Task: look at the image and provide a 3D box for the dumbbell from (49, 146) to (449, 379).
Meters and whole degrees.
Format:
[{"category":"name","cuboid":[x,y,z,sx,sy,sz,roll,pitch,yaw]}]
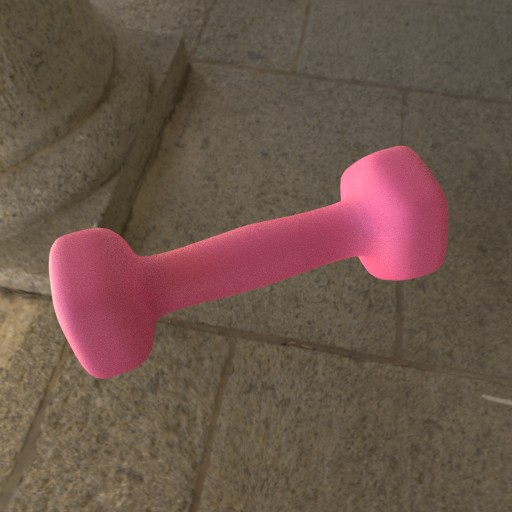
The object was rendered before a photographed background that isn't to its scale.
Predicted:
[{"category":"dumbbell","cuboid":[0.000,0.000,0.174,0.146,0.053,0.058,-16,61,-9]}]
